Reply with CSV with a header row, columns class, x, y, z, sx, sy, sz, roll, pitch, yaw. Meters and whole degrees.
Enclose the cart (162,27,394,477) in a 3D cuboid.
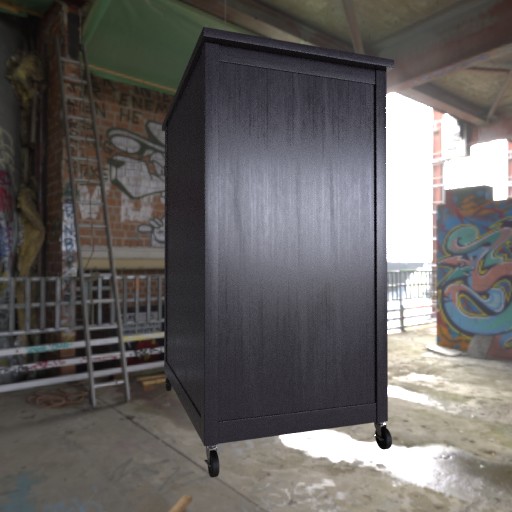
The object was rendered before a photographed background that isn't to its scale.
class,x,y,z,sx,sy,sz,roll,pitch,yaw
cart,0.000,0.000,1.249,0.449,0.878,0.690,0,-1,-19
